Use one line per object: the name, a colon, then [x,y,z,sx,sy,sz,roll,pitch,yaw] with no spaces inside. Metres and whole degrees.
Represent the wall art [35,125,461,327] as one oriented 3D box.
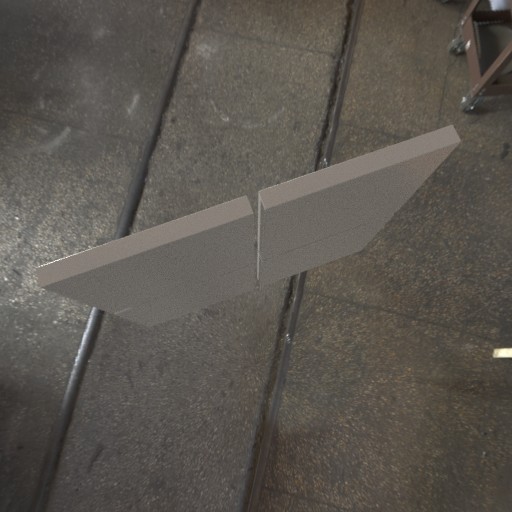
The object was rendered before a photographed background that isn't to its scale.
wall art: [0.000,0.000,0.904,0.611,0.611,0.029,-20,77,-5]
